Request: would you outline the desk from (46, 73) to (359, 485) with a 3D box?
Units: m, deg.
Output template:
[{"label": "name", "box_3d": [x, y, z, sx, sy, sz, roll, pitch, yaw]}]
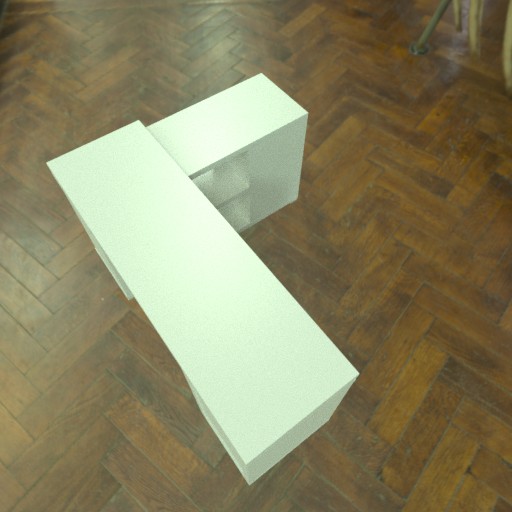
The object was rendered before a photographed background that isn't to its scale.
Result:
[{"label": "desk", "box_3d": [0.000, 0.000, 2.159, 1.200, 0.753, 1.524, -32, 64, -18]}]
